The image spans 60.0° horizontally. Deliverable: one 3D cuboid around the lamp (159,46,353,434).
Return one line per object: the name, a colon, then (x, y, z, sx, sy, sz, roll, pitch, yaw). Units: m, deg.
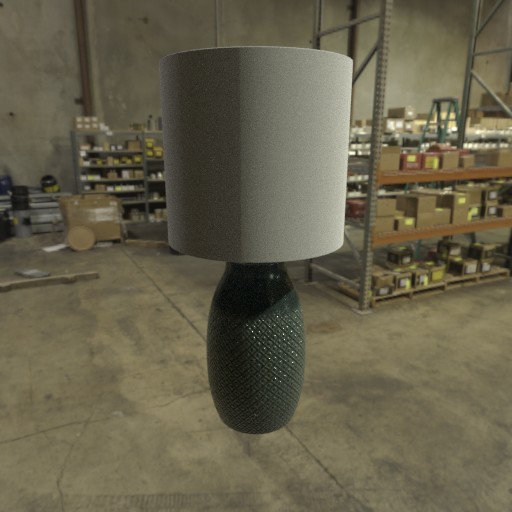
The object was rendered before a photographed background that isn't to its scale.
lamp: (0.000, 0.000, 0.565, 0.217, 0.453, 0.217, -8, 17, -27)
